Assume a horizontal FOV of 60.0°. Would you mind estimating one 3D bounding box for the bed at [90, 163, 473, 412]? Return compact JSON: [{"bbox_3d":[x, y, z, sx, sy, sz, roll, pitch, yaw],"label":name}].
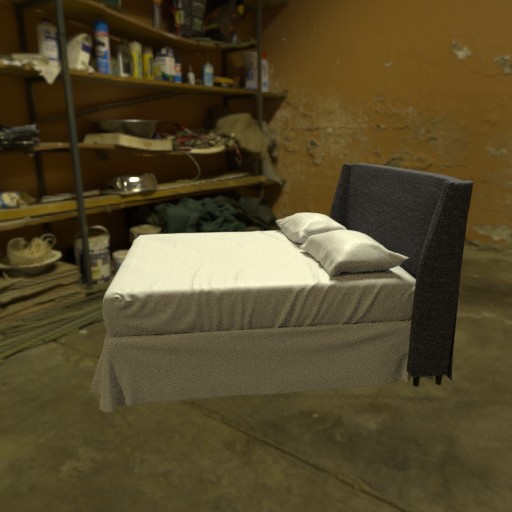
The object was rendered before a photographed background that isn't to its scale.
[{"bbox_3d":[0.000,0.000,3.442,2.276,1.332,1.925,-2,15,-7],"label":"bed"}]
